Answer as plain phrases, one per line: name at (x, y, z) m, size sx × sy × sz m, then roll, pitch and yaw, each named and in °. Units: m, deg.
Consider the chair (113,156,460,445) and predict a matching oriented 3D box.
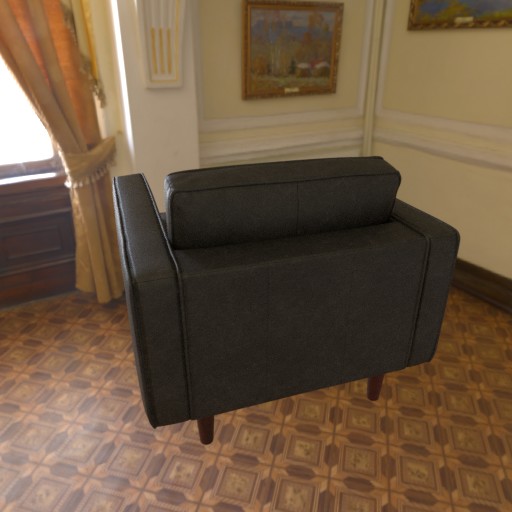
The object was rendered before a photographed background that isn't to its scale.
chair at (0.000, 0.000, 1.527) m, size 0.889 × 0.763 × 0.914 m, roll -8°, pitch 27°, yaw -16°
